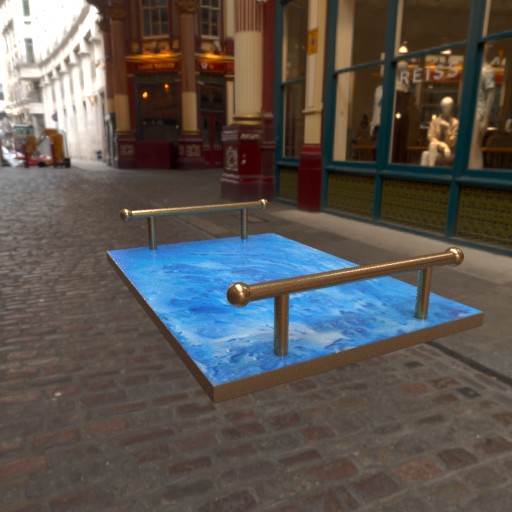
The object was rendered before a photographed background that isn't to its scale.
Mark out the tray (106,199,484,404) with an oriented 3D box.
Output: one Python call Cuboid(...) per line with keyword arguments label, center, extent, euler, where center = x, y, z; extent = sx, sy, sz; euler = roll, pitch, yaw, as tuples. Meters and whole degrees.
Cuboid(label="tray", center=(0.000, 0.000, 0.574), extent=(0.304, 0.084, 0.444), euler=(-8, 17, -27))
